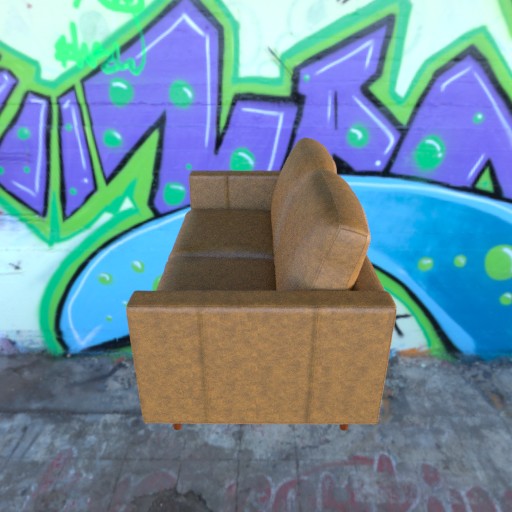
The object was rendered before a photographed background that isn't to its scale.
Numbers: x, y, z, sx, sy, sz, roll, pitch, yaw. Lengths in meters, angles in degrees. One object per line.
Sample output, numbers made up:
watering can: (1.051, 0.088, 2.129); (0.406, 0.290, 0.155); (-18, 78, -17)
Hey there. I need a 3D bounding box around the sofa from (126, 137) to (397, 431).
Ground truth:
sofa: (0.000, 0.000, 2.208); (0.909, 0.951, 1.578); (0, 27, 0)
